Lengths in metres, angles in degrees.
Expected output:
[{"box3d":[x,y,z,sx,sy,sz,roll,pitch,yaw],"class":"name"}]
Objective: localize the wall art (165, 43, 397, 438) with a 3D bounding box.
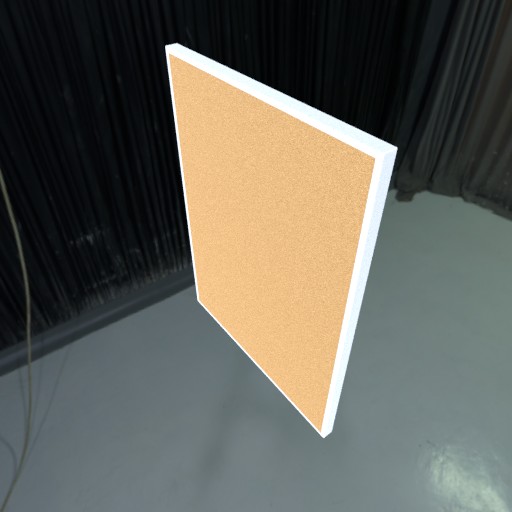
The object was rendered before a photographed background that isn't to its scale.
[{"box3d":[0.000,0.000,1.592,0.046,1.221,0.914,-27,48,-27],"class":"wall art"}]
